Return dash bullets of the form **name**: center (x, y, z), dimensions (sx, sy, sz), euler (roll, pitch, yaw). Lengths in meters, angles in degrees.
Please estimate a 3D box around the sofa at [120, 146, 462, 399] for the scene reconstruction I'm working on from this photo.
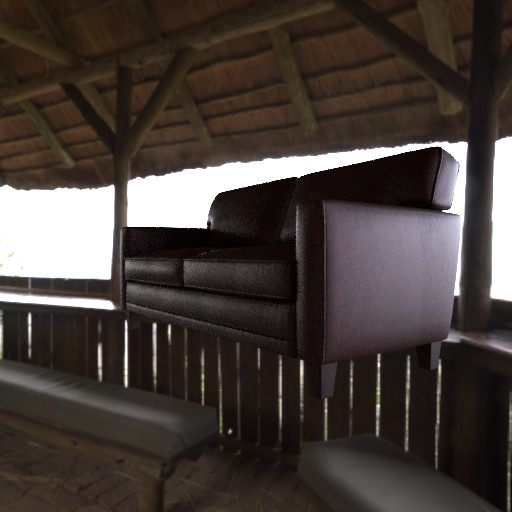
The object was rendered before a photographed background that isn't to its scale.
- **sofa**: center (0.000, 0.000, 2.361), dimensions (0.912, 0.928, 1.876), euler (0, 0, -36)
